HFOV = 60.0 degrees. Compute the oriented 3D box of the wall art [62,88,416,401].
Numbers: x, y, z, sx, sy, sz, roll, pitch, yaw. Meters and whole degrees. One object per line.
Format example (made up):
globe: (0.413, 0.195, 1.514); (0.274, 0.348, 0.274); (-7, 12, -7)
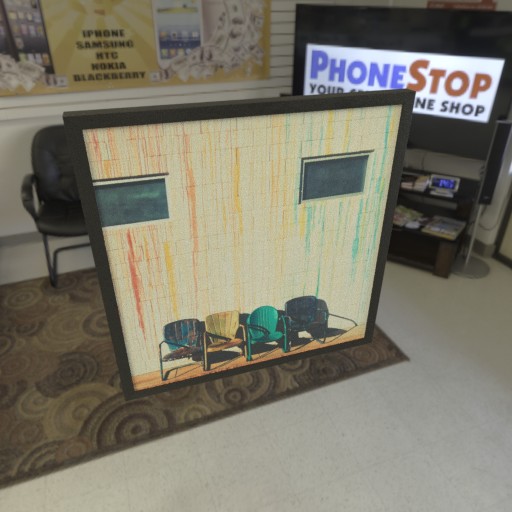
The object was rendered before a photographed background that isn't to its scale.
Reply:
wall art: (0.000, 0.000, 1.128); (0.763, 0.763, 0.039); (-9, 32, -15)
